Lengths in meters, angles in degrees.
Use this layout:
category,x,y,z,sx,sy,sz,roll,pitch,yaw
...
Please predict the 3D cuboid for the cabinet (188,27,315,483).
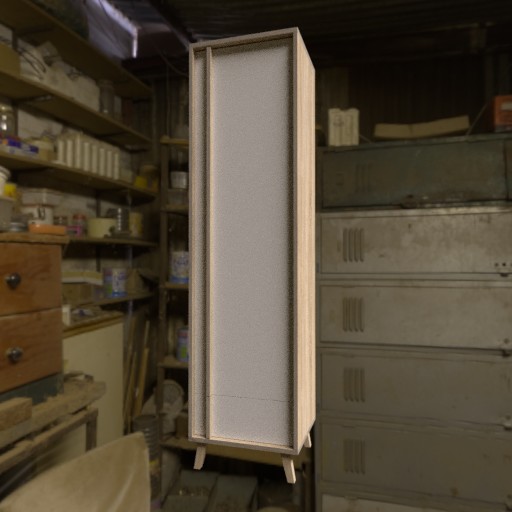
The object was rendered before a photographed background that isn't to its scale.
category,x,y,z,sx,sy,sz,roll,pitch,yaw
cabinet,0.000,0.000,2.182,0.510,1.960,0.450,0,-1,17
